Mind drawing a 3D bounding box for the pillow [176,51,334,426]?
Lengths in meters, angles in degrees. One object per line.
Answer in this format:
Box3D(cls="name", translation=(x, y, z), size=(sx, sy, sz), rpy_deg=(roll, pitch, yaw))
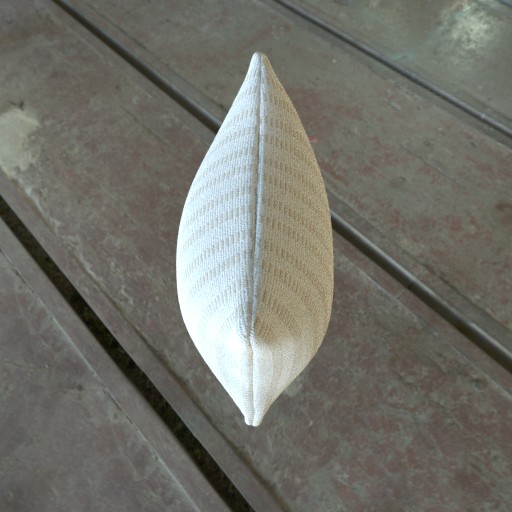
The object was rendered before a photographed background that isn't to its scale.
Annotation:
Box3D(cls="pillow", translation=(0.000, 0.000, 0.696), size=(0.247, 0.419, 0.438), rpy_deg=(1, 59, 1))
